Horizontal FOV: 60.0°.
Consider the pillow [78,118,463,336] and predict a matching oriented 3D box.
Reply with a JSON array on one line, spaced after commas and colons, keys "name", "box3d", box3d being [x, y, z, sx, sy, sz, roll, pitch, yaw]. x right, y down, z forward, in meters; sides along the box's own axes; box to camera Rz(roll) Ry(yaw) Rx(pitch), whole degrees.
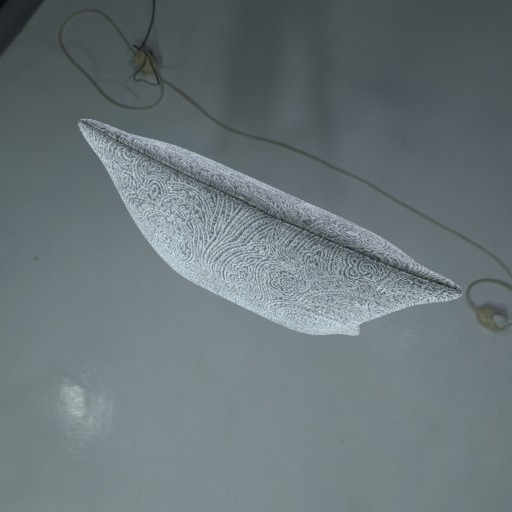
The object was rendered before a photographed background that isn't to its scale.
[{"name": "pillow", "box3d": [0.000, 0.000, 0.779, 0.523, 0.510, 0.166, 25, 77, 6]}]
